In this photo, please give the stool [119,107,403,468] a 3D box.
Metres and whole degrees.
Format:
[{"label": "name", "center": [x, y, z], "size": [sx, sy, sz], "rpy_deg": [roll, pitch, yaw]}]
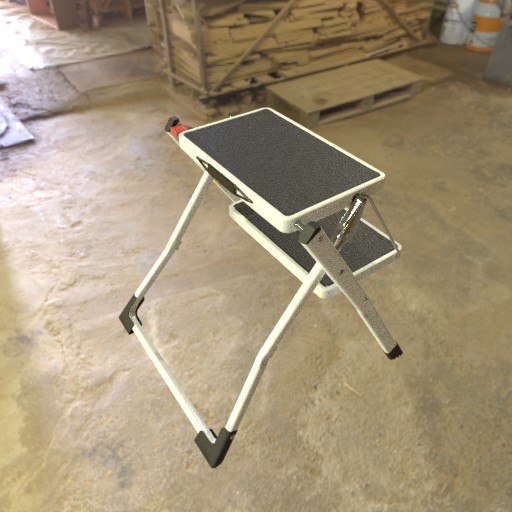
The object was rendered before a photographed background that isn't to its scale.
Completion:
[{"label": "stool", "center": [0.000, 0.000, 0.865], "size": [0.490, 0.445, 0.485], "rpy_deg": [-25, 48, -25]}]
